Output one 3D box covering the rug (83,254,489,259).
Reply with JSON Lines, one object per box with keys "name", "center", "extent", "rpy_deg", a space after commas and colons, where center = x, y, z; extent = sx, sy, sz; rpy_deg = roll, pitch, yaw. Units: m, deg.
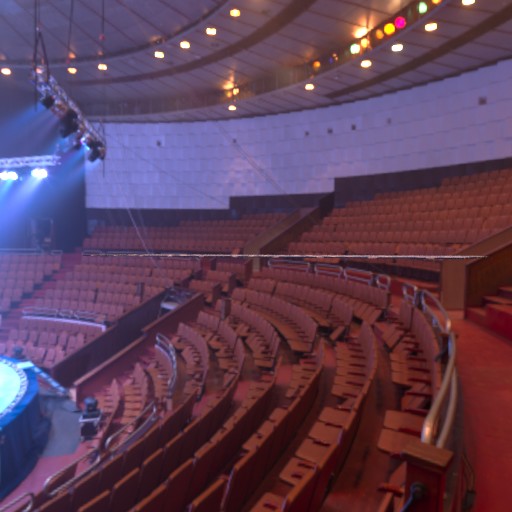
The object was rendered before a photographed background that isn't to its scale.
{"name": "rug", "center": [0.000, 0.000, 2.537], "extent": [2.296, 0.006, 0.685], "rpy_deg": [0, 1, 35]}
